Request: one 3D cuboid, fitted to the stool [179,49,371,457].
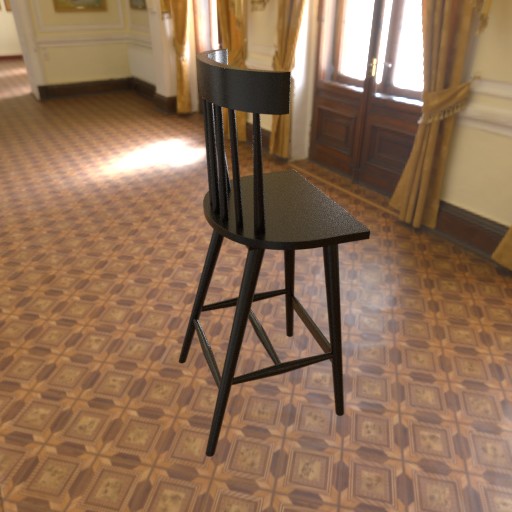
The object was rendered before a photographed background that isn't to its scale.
[{"bbox_3d":[0.000,0.000,1.332,0.483,1.092,0.482,-10,32,-17],"label":"stool"}]
